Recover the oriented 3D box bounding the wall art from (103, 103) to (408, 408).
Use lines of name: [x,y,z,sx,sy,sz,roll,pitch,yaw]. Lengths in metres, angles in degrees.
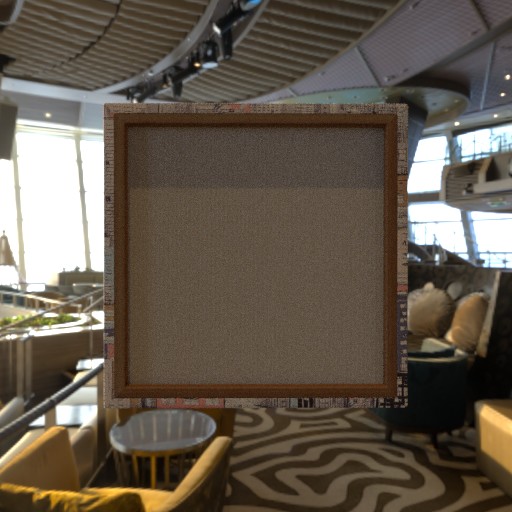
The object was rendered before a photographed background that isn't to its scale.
wall art: [0.000,0.000,0.900,0.607,0.608,0.038,0,0,0]
